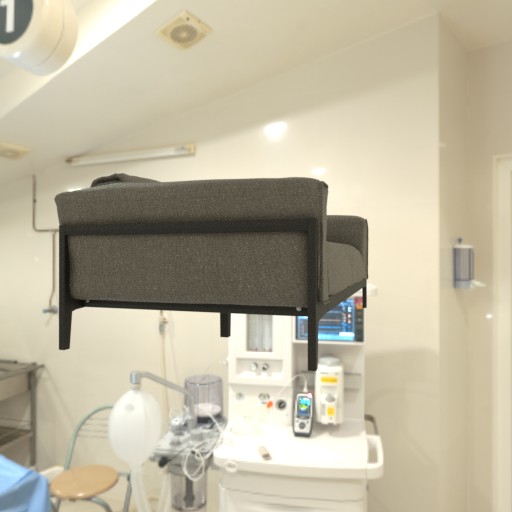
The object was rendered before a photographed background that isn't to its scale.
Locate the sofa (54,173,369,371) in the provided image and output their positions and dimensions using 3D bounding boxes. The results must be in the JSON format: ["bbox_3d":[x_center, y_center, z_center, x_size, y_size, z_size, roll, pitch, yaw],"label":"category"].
[{"bbox_3d":[0.000,0.000,2.189,0.960,0.656,1.690,0,0,19],"label":"sofa"}]
